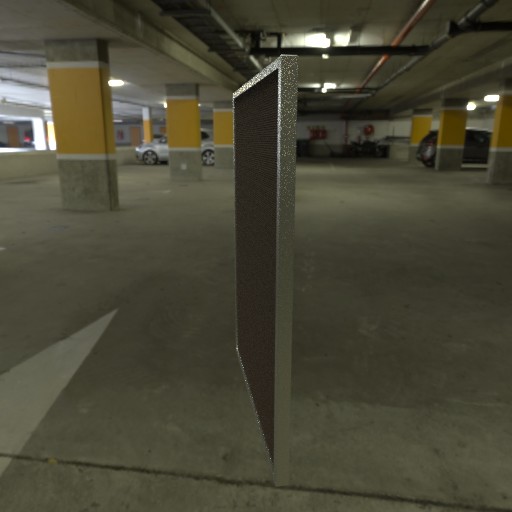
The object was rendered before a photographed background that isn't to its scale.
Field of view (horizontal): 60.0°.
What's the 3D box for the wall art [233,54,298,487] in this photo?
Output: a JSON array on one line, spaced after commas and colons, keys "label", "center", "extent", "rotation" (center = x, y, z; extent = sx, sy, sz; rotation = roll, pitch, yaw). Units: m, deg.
[{"label": "wall art", "center": [0.000, 0.000, 1.427], "extent": [0.037, 1.062, 0.801], "rotation": [-3, 15, -10]}]
